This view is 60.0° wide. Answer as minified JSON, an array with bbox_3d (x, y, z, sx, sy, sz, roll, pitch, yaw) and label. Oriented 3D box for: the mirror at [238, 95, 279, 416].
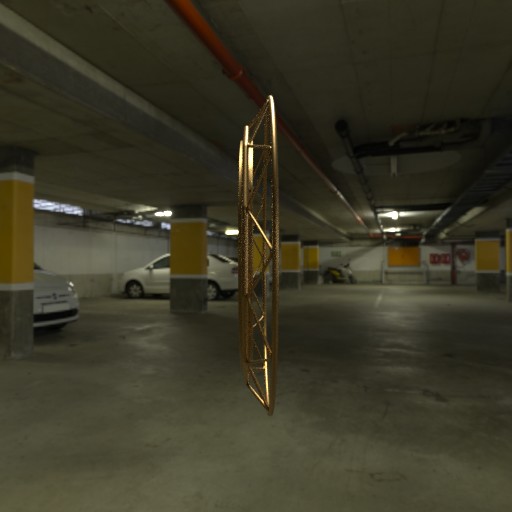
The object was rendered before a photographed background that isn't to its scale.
[{"bbox_3d":[0.000,0.000,0.667,0.043,0.454,0.454,0,-1,0],"label":"mirror"}]
